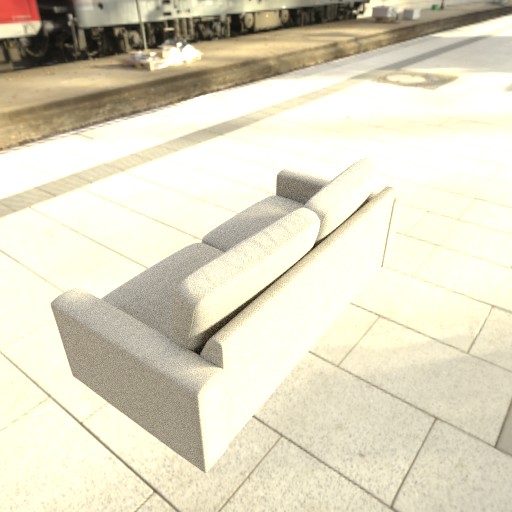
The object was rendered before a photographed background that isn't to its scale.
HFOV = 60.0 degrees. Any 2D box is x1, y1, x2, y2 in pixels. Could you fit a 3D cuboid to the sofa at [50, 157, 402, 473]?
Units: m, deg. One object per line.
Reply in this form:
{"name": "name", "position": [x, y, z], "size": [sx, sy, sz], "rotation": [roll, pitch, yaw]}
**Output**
{"name": "sofa", "position": [0.000, 0.000, 2.740], "size": [1.016, 0.873, 2.179], "rotation": [21, 38, 29]}
